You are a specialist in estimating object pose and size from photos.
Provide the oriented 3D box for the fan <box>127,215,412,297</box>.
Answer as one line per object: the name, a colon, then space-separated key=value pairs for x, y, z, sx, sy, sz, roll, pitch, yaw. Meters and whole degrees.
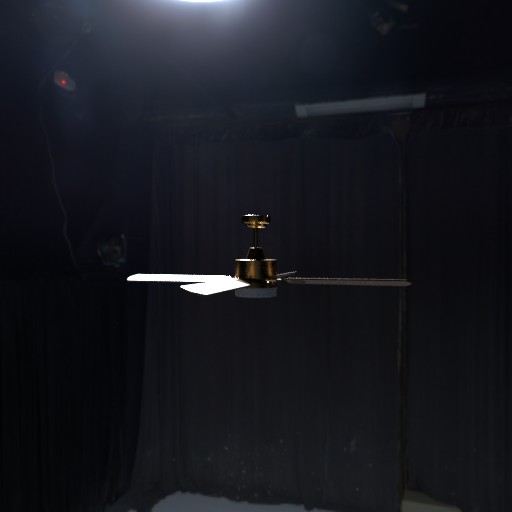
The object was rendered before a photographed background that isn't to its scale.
fan: x=0.000 y=0.000 z=1.990 sx=1.320 sy=0.355 sz=1.320 roll=0 pitch=0 yaw=18
